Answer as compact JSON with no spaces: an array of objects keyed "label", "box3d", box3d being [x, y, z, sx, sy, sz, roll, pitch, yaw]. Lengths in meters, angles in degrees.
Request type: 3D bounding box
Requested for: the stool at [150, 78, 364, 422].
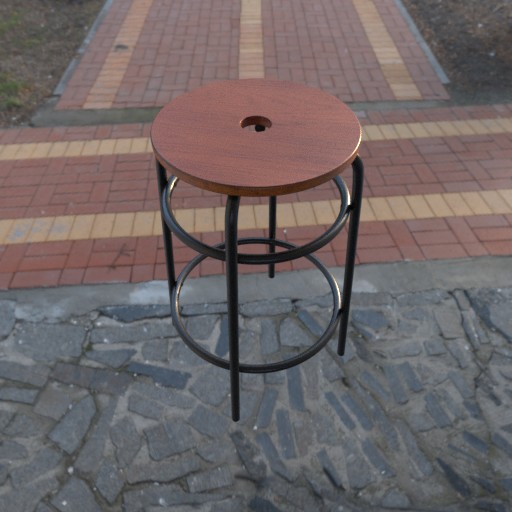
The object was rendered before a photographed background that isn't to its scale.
[{"label":"stool","box3d":[0.000,0.000,0.929,0.455,0.610,0.455,9,47,8]}]
